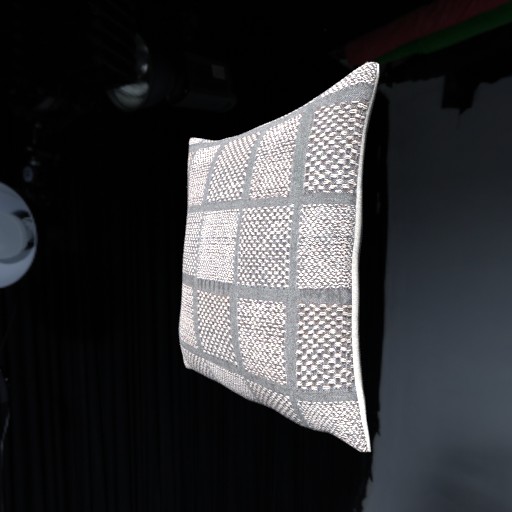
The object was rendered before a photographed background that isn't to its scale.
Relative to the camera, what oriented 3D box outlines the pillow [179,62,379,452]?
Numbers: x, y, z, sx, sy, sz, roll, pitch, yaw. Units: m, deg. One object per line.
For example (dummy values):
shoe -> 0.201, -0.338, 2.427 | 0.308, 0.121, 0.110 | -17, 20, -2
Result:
pillow -> 0.000, 0.000, 0.657 | 0.138, 0.432, 0.435 | -1, 1, -36
